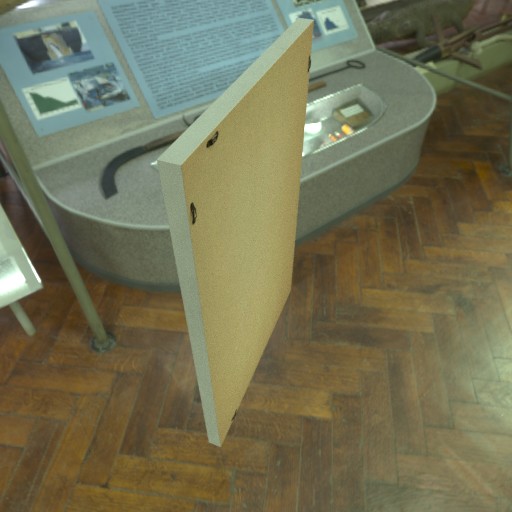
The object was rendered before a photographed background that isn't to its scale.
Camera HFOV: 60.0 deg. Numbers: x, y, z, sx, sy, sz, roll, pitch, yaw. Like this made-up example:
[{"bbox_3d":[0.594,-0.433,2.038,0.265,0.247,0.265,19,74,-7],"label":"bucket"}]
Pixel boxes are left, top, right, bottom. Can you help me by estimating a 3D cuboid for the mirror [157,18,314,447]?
[{"bbox_3d":[0.000,0.000,1.102,0.041,0.915,0.609,16,47,15],"label":"mirror"}]
